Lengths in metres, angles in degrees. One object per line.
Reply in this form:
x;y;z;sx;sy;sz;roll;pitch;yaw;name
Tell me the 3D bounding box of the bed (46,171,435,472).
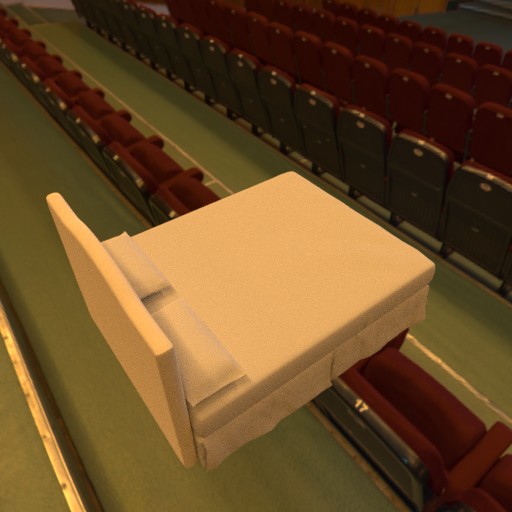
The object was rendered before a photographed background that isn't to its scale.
0.000;0.000;3.611;2.477;1.437;1.977;-27;49;-26;bed
